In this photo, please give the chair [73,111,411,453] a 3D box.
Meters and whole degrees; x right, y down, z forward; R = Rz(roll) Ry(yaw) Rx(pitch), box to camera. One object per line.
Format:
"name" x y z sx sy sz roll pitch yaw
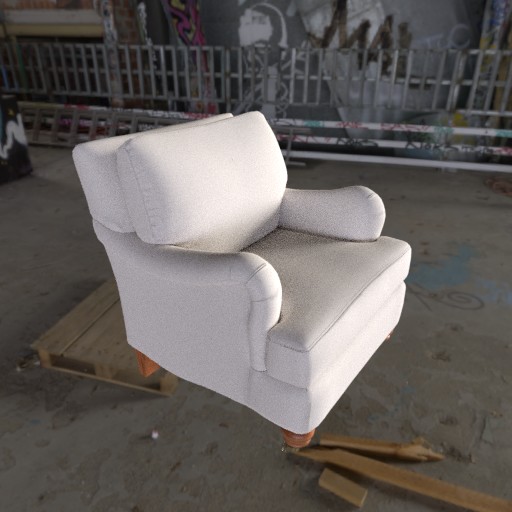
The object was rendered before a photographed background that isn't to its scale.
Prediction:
"chair" 0.000 0.000 1.864 1.070 1.038 0.955 18 32 32
